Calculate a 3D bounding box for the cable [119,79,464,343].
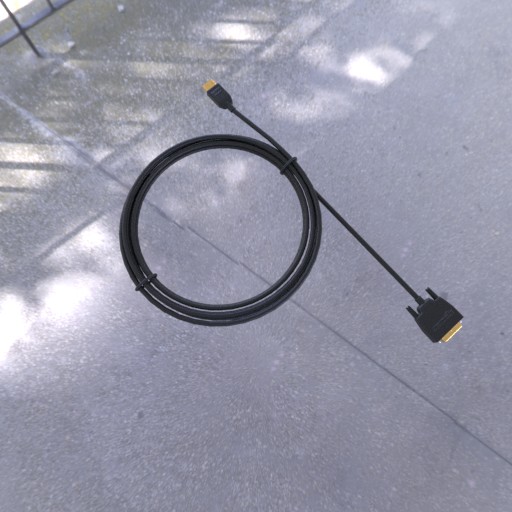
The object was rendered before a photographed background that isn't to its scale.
[{"bbox_3d":[0.000,0.000,0.509,0.257,0.030,0.422,-40,79,-9],"label":"cable"}]
